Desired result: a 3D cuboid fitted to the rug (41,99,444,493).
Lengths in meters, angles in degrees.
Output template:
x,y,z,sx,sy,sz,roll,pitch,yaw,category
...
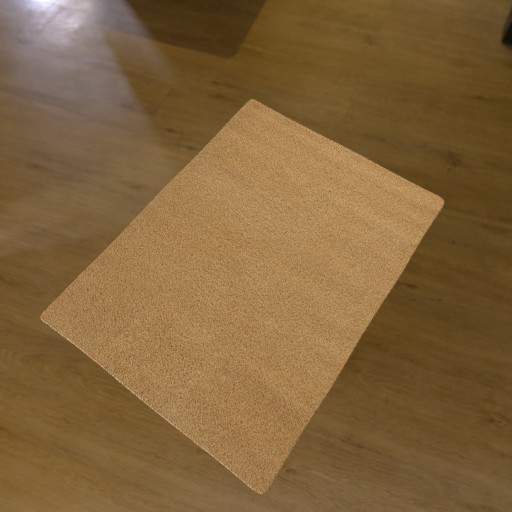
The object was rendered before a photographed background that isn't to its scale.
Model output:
x,y,z,sx,sy,sz,roll,pitch,yaw,category
0.000,0.000,2.084,1.199,0.025,1.600,32,68,15,rug
